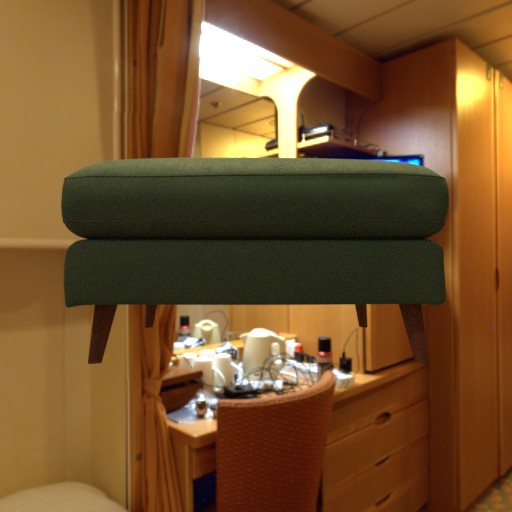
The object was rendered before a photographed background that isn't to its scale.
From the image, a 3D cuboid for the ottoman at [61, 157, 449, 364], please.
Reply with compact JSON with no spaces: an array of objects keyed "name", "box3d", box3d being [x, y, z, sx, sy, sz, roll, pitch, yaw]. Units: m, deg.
[{"name":"ottoman","box3d":[0.000,0.000,1.170,0.811,0.449,0.608,0,0,-1]}]
